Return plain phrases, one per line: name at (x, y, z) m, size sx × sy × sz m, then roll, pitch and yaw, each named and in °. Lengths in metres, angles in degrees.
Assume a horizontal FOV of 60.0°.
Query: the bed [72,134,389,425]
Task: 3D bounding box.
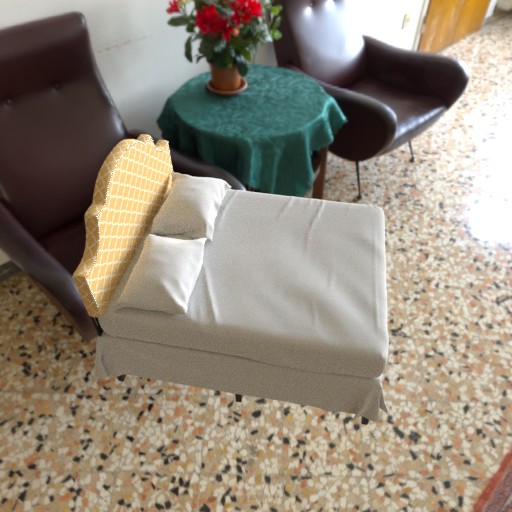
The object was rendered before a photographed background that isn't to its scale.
bed at (0.000, 0.000, 3.397) m, size 2.222 × 1.633 × 1.780 m, roll 8°, pitch 46°, yaw 7°
